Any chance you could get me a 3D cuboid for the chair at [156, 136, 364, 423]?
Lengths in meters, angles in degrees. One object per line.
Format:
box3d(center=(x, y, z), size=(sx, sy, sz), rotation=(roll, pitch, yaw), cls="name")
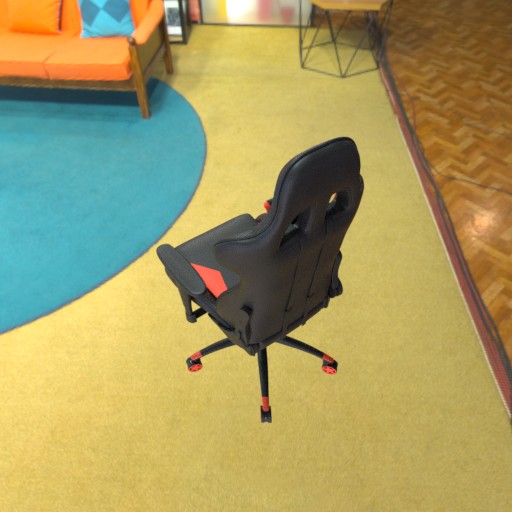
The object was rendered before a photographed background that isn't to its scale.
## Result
box3d(center=(0.000, 0.000, 1.735), size=(0.695, 1.282, 0.730), rotation=(-29, 53, -24), cls="chair")
